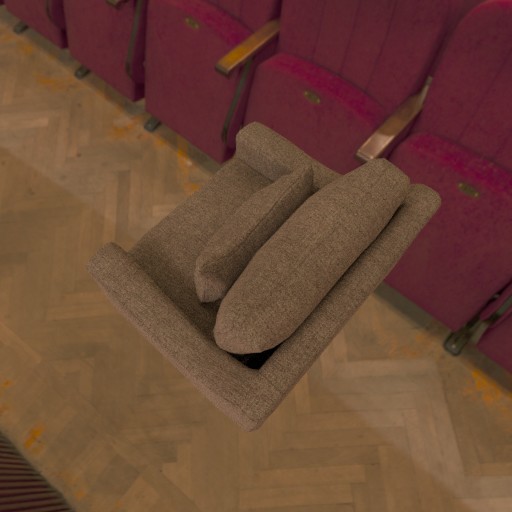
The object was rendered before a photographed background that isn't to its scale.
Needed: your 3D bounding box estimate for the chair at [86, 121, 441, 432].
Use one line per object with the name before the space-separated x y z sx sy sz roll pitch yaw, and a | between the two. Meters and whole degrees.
chair | 0.000 0.000 1.987 1.009 1.037 1.138 38 69 18
